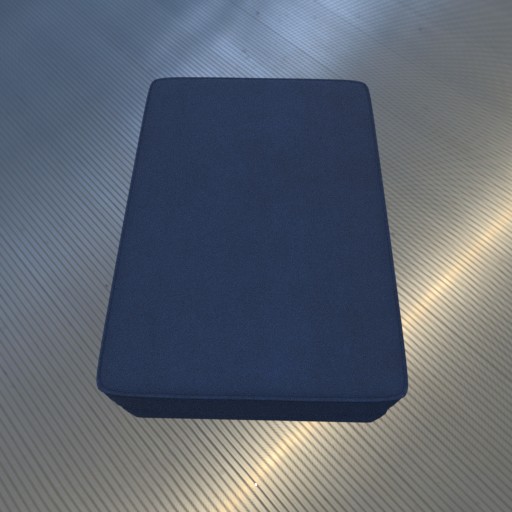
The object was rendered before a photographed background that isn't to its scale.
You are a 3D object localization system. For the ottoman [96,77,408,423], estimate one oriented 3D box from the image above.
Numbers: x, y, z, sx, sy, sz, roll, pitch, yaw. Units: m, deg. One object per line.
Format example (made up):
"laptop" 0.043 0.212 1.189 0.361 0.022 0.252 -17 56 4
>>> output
"ottoman" 0.000 0.000 1.366 0.686 0.584 0.965 1 63 1
